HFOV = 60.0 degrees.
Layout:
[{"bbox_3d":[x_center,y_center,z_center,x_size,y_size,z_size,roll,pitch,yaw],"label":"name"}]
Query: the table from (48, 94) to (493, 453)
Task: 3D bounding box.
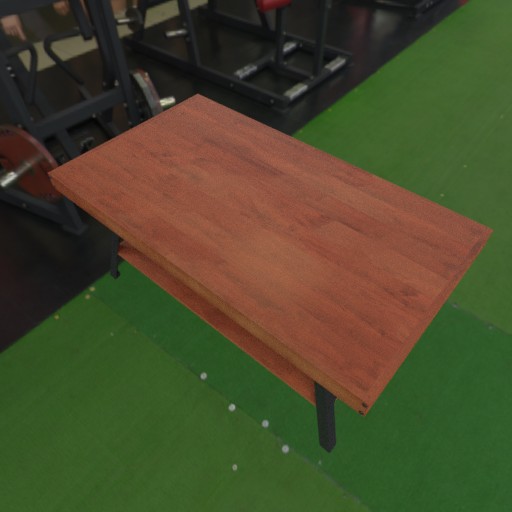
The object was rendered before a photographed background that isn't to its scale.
[{"bbox_3d":[0.000,0.000,1.372,1.067,0.457,0.610,32,56,26],"label":"table"}]
